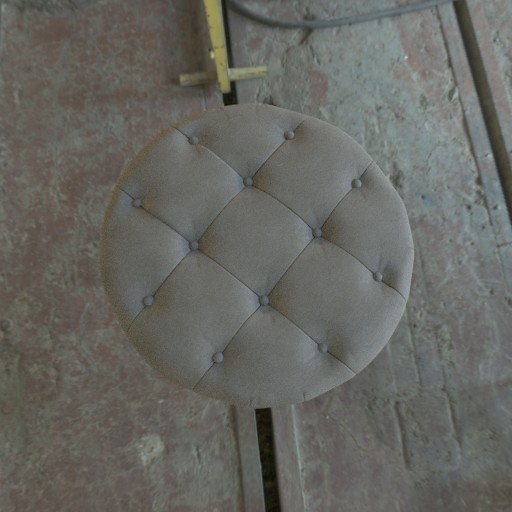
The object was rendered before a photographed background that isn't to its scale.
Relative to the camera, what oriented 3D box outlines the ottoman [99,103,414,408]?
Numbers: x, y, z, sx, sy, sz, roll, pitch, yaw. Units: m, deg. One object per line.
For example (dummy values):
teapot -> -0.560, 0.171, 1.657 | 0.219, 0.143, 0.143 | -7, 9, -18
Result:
ottoman -> 0.000, 0.000, 1.409 | 0.901, 0.439, 0.901 | 0, 76, 0
